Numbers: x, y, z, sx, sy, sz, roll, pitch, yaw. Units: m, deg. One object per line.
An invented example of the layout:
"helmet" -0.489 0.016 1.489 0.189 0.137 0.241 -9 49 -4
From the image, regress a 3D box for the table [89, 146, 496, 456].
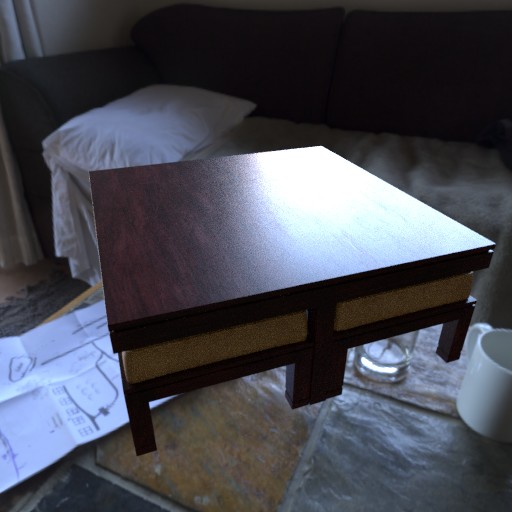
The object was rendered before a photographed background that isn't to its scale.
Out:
"table" 0.000 0.000 1.335 0.865 0.356 0.865 -10 31 -18
